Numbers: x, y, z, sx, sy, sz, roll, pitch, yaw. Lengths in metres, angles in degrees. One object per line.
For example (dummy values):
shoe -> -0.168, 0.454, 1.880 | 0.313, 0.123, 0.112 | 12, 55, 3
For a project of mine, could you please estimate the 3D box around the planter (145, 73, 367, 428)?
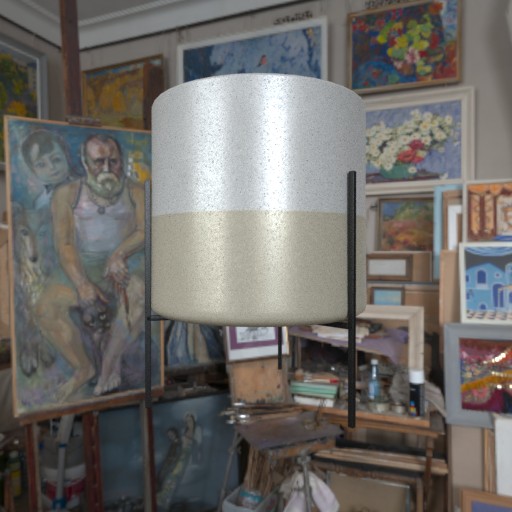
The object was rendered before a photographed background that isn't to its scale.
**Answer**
planter -> 0.000, 0.000, 0.757 | 0.368, 0.484, 0.359 | 0, 1, -16
